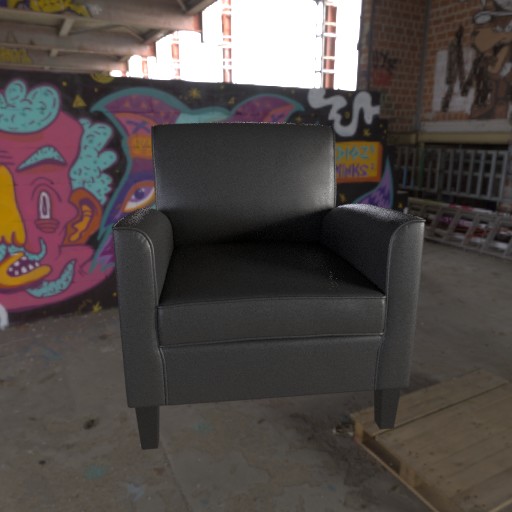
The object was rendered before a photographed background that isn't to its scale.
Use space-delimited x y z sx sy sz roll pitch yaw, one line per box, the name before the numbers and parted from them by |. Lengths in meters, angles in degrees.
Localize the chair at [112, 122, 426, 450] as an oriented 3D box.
chair | 0.000 0.000 1.540 0.820 0.916 0.819 -2 15 -7
